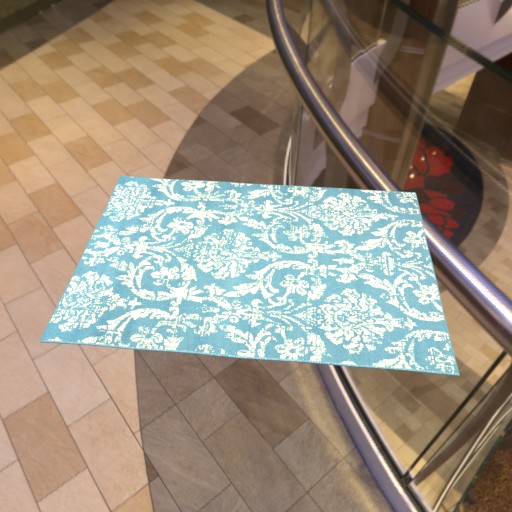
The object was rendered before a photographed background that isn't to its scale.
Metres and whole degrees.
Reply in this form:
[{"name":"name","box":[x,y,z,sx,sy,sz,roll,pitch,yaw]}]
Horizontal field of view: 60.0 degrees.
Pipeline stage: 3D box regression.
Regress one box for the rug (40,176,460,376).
[{"name":"rug","box":[0.000,0.000,2.330,1.833,0.012,1.211,4,48,3]}]
